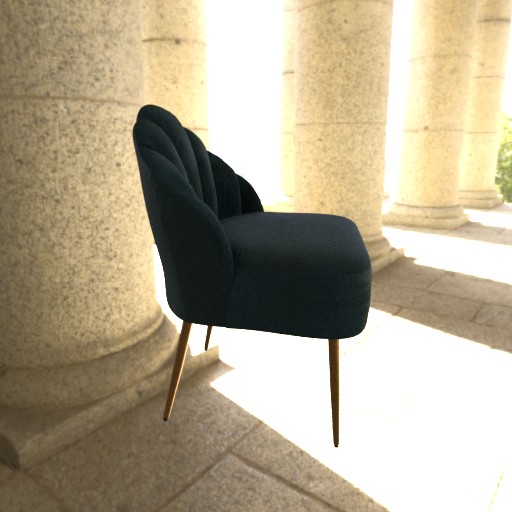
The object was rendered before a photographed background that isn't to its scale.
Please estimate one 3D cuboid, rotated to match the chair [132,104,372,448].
[{"bbox_3d":[0.000,0.000,1.254,0.599,0.819,0.657,2,14,8],"label":"chair"}]
